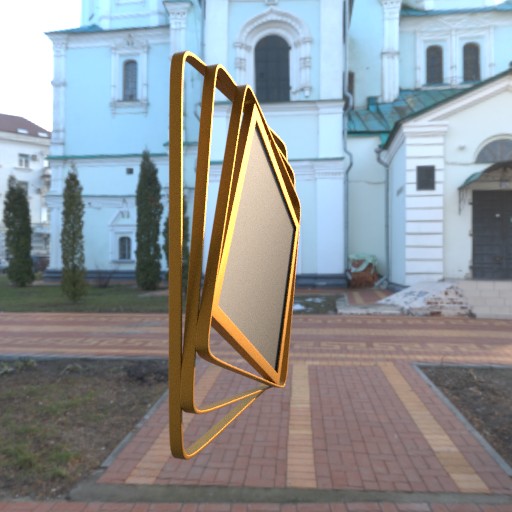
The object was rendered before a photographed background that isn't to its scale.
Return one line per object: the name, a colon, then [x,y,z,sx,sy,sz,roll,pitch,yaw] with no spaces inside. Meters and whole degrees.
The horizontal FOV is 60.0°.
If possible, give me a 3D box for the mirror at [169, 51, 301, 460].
mirror: [0.000,0.000,0.694,0.045,0.468,0.470,0,0,18]
